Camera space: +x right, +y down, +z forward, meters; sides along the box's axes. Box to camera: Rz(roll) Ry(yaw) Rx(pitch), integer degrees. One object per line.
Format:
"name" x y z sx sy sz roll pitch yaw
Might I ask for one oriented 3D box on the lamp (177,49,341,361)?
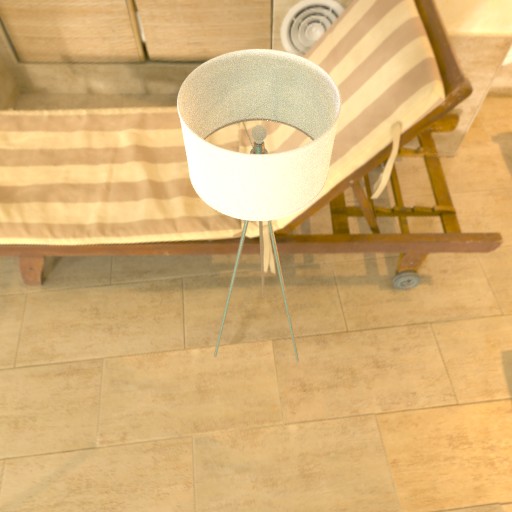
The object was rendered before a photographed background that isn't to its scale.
"lamp" 0.000 0.000 1.766 0.448 1.545 0.458 -1 57 0
